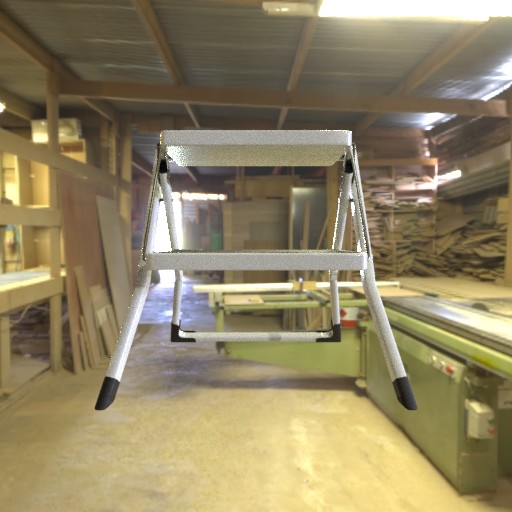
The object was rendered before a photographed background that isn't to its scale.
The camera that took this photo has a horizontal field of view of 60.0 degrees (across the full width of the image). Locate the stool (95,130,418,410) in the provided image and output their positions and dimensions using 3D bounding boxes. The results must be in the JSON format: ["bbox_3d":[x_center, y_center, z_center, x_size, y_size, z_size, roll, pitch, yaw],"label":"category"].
[{"bbox_3d":[0.000,0.000,0.874,0.485,0.445,0.490,0,2,0],"label":"stool"}]
